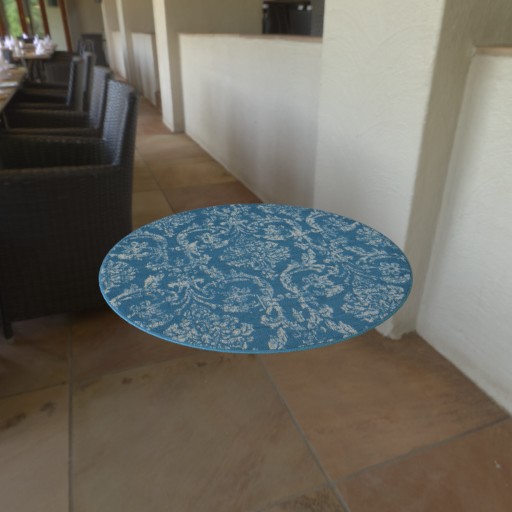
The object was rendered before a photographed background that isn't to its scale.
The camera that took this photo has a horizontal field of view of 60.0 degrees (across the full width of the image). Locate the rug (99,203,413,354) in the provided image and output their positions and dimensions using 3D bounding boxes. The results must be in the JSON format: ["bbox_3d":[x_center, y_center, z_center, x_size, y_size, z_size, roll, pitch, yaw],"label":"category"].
[{"bbox_3d":[0.000,0.000,2.358,1.593,0.012,1.593,0,27,0],"label":"rug"}]
